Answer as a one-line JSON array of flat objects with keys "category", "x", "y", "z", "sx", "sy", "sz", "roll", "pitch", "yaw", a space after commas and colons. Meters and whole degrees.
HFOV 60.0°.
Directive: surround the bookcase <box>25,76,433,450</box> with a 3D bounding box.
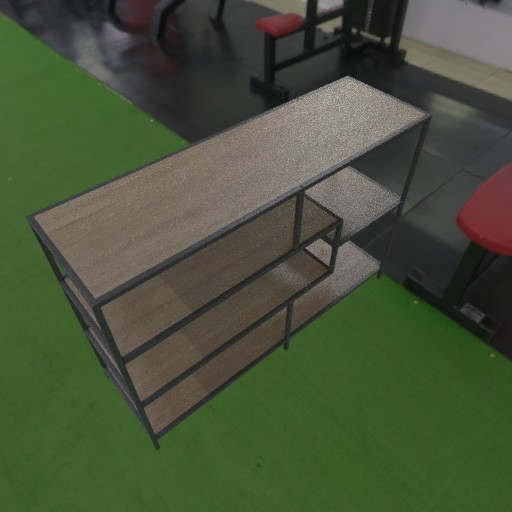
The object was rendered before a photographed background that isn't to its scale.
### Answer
[{"category": "bookcase", "x": 0.000, "y": 0.000, "z": 1.496, "sx": 1.140, "sy": 0.780, "sz": 0.350, "roll": -32, "pitch": 54, "yaw": -26}]
